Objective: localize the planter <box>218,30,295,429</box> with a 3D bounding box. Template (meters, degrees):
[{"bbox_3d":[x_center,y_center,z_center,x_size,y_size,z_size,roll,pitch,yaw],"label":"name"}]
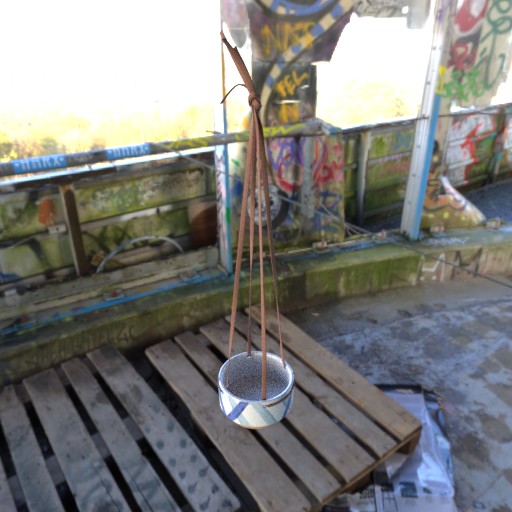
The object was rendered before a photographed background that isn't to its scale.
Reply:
[{"bbox_3d":[0.000,0.000,0.827,0.166,0.751,0.166,-18,32,-31],"label":"planter"}]
